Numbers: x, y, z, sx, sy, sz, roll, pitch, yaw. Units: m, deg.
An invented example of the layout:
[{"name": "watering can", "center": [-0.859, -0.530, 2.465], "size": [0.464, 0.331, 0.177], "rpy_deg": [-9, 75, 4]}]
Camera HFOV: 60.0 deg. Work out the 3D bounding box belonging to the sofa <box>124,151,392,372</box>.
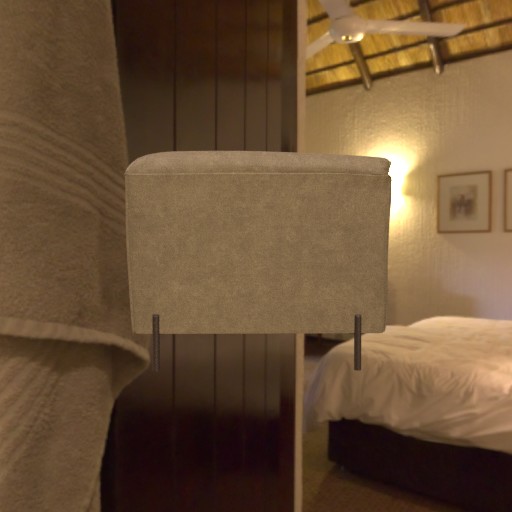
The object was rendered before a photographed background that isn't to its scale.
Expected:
[{"name": "sofa", "center": [0.000, 0.000, 2.387], "size": [0.905, 0.747, 1.878], "rpy_deg": [0, 1, -1]}]
